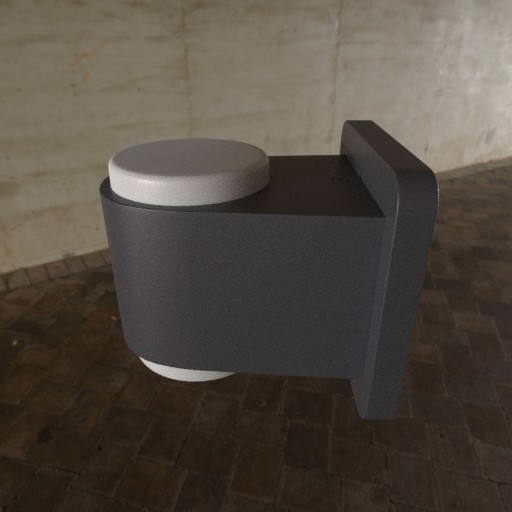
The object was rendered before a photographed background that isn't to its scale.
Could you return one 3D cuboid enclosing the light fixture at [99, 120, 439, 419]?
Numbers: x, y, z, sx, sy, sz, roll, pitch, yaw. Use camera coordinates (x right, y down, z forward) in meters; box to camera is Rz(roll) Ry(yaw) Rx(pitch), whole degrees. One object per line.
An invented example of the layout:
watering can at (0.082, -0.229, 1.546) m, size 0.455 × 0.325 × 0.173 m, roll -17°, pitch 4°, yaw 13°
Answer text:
light fixture at (0.000, 0.000, 0.208) m, size 0.132 × 0.109 × 0.109 m, roll 0°, pitch 27°, yaw 0°
